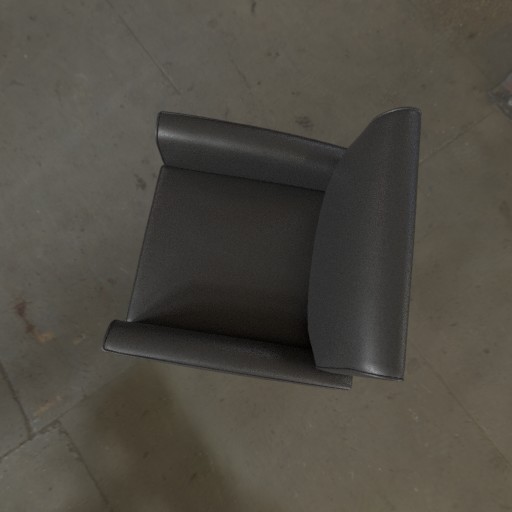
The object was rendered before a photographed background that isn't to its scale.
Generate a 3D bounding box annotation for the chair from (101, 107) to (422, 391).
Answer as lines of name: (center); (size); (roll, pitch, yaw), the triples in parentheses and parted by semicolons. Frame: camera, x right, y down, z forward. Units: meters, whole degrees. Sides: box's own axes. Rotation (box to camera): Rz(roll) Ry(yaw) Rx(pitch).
chair: (0.000, 0.000, 1.559); (0.819, 0.916, 0.820); (9, 75, 2)
